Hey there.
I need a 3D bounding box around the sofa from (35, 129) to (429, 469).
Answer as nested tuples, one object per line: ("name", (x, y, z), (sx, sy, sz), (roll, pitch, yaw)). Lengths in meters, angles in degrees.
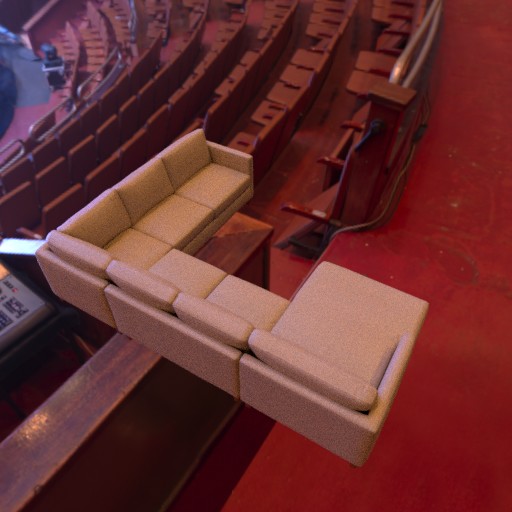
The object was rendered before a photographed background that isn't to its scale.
("sofa", (0.000, 0.000, 4.550), (3.460, 0.961, 2.594), (23, 49, 22))
